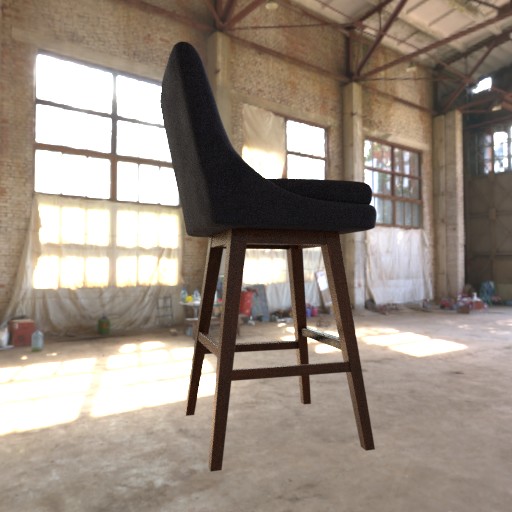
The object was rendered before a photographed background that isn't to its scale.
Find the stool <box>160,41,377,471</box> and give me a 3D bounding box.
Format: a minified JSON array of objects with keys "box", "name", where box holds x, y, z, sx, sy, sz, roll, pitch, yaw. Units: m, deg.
[{"box":[0.000,0.000,1.363,0.572,1.068,0.489,0,-2,-17],"name":"stool"}]
